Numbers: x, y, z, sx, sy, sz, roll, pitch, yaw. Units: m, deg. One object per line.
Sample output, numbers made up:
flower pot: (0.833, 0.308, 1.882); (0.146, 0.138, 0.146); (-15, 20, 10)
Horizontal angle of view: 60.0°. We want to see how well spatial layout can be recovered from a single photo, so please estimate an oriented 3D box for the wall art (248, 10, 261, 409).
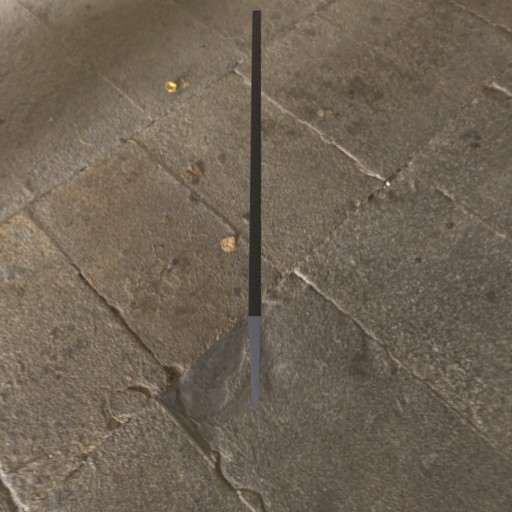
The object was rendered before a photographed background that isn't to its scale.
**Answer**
wall art: (0.000, 0.000, 0.825); (0.013, 0.657, 0.457); (0, 64, 0)
